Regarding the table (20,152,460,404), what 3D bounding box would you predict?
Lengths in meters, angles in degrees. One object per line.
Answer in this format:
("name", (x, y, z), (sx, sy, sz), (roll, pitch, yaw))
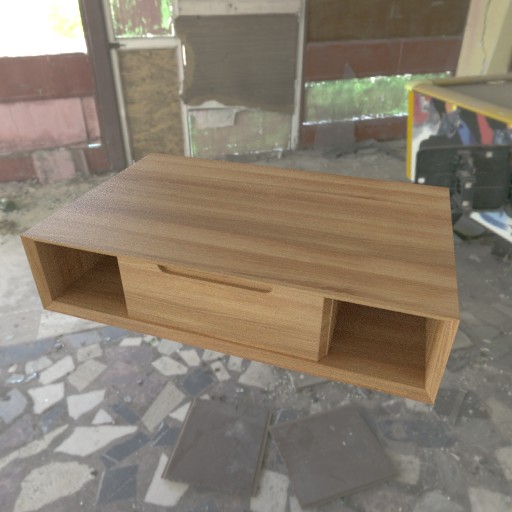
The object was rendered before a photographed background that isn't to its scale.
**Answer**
("table", (0.000, 0.000, 1.407), (1.100, 0.330, 0.700), (10, 33, 16))
